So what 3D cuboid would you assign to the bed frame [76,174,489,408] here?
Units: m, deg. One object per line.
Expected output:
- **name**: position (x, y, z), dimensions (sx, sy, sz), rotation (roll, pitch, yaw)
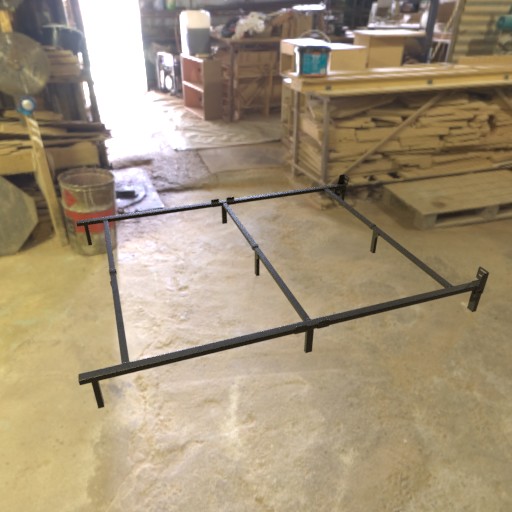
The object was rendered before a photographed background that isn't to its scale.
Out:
- **bed frame**: position (0.000, 0.000, 2.634), dimensions (1.990, 0.248, 1.498), rotation (-10, 32, -17)
